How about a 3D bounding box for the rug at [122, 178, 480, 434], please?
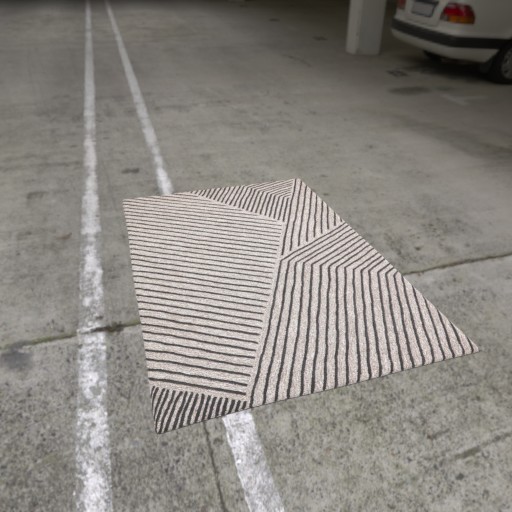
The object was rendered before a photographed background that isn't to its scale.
[{"bbox_3d":[0.000,0.000,2.286,1.237,0.019,1.842,-9,33,-15],"label":"rug"}]
